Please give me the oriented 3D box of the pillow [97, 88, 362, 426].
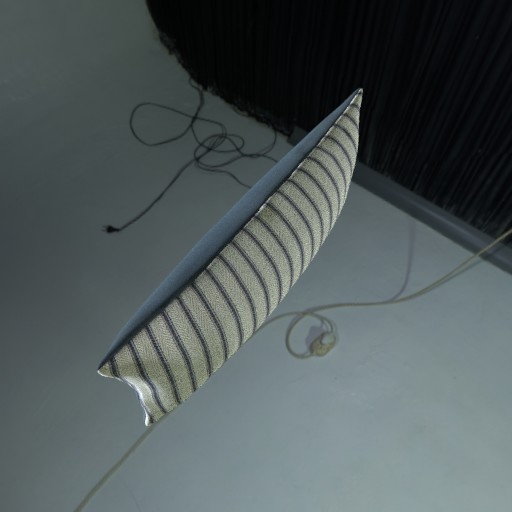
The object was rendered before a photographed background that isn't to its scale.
[{"bbox_3d":[0.000,0.000,0.749,0.151,0.305,0.609,31,62,19],"label":"pillow"}]
